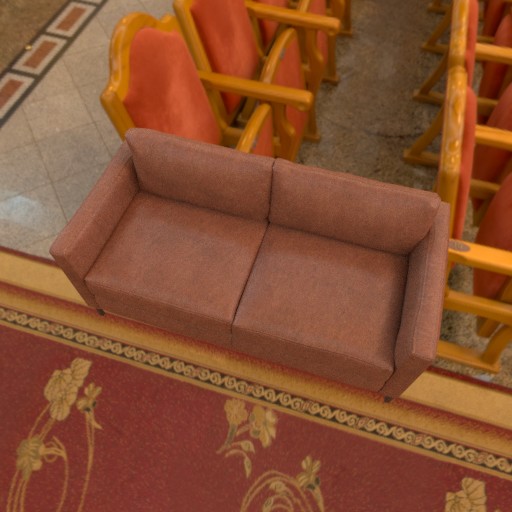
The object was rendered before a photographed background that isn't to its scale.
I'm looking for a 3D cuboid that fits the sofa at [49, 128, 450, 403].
[{"bbox_3d":[0.000,0.000,2.310,1.797,0.883,0.899,14,58,9],"label":"sofa"}]
